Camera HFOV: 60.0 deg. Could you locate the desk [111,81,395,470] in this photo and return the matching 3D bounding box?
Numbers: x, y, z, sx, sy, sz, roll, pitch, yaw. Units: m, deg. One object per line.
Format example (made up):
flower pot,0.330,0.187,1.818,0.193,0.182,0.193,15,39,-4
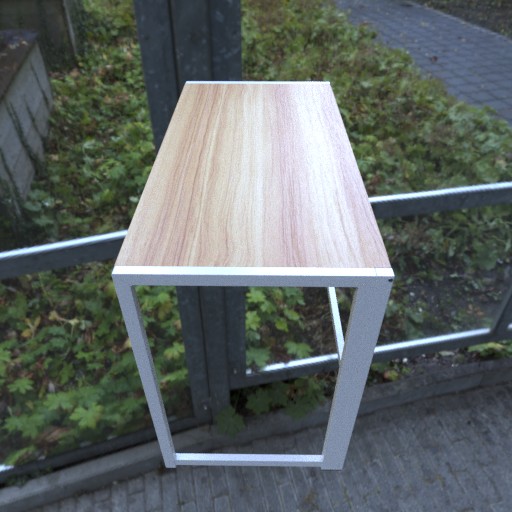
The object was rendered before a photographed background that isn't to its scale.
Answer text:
desk,0.000,0.000,1.423,0.508,0.762,1.016,0,40,1
